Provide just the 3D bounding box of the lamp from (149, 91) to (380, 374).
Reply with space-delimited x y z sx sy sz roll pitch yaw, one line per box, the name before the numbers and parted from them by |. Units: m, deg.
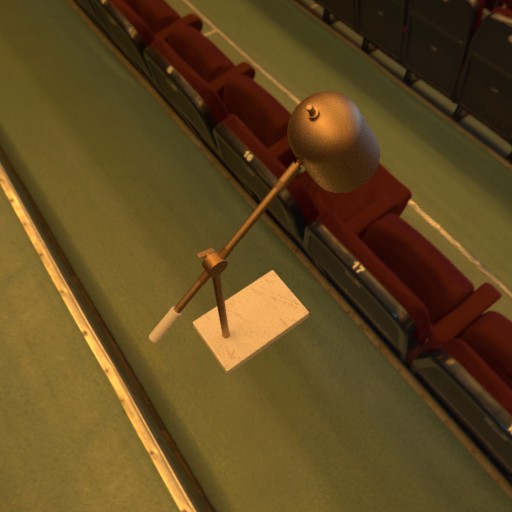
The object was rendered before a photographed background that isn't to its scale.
lamp | 0.000 0.000 0.816 0.471 0.603 0.144 -32 65 -18
